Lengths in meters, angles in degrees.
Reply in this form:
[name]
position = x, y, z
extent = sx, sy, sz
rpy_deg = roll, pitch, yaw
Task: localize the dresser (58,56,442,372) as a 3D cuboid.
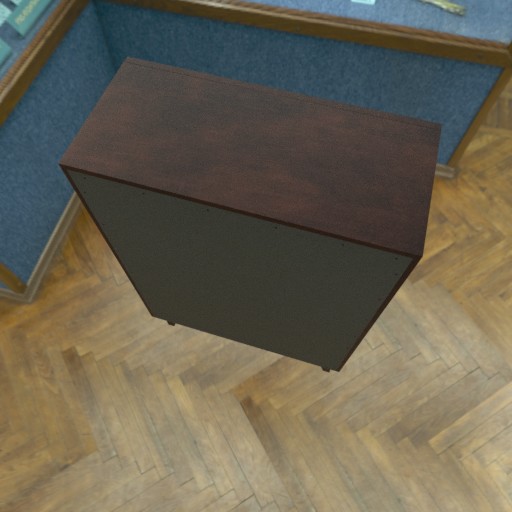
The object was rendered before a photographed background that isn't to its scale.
[dresser]
position = 0.000, 0.000, 2.024
extent = 1.072, 1.514, 0.506
rpy_deg = 15, 64, 8
